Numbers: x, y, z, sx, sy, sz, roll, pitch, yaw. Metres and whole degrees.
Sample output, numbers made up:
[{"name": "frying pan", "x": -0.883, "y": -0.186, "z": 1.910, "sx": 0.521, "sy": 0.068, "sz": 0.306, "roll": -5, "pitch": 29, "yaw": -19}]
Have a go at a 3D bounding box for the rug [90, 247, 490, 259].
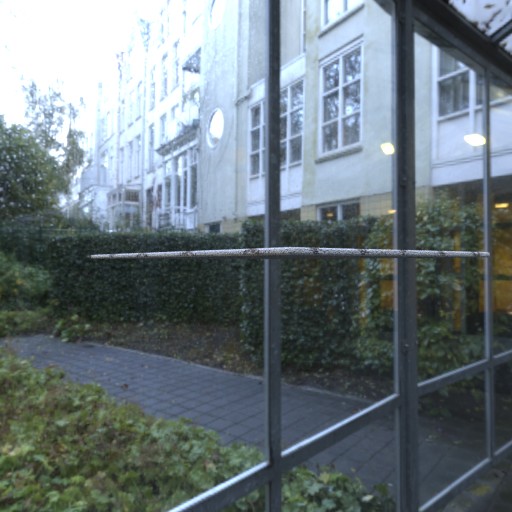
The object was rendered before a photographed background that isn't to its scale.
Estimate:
[{"name": "rug", "x": 0.000, "y": 0.000, "z": 3.044, "sx": 1.524, "sy": 0.030, "sz": 2.438, "roll": 1, "pitch": -1, "yaw": -37}]
